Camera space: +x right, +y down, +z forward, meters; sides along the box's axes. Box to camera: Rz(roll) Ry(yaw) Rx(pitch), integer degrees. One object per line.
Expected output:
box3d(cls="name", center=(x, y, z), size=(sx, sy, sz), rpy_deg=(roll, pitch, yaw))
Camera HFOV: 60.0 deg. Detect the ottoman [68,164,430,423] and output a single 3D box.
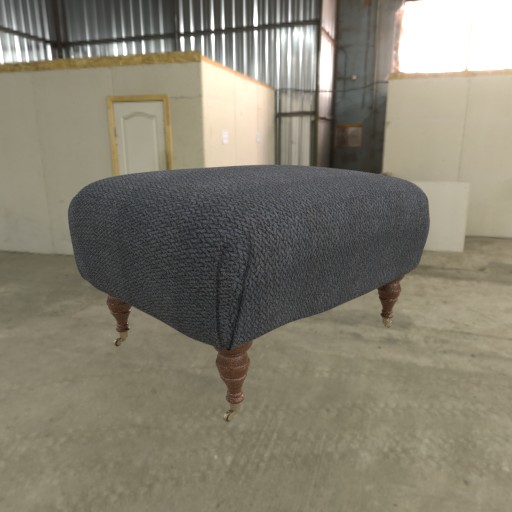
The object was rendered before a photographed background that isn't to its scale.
box3d(cls="ottoman", center=(0.000, 0.000, 1.142), size=(0.747, 0.450, 0.622), rpy_deg=(-15, 21, -42))
